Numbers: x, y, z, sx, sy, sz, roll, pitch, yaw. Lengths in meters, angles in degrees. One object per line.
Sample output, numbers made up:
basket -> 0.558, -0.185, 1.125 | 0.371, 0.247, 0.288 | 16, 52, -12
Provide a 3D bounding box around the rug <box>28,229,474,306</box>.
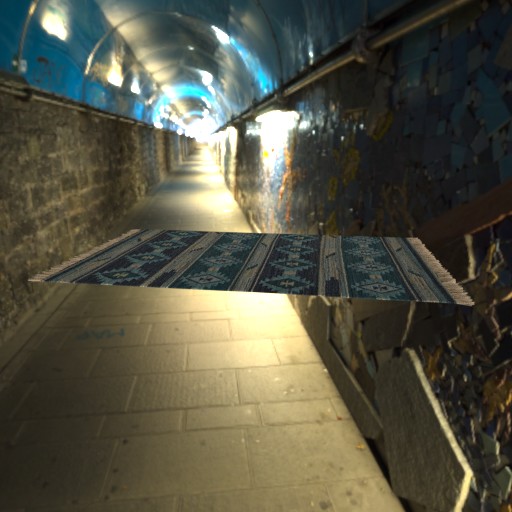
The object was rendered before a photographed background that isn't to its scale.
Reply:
rug -> 0.000, 0.000, 2.435 | 1.936, 0.028, 1.181 | 2, 15, 9
